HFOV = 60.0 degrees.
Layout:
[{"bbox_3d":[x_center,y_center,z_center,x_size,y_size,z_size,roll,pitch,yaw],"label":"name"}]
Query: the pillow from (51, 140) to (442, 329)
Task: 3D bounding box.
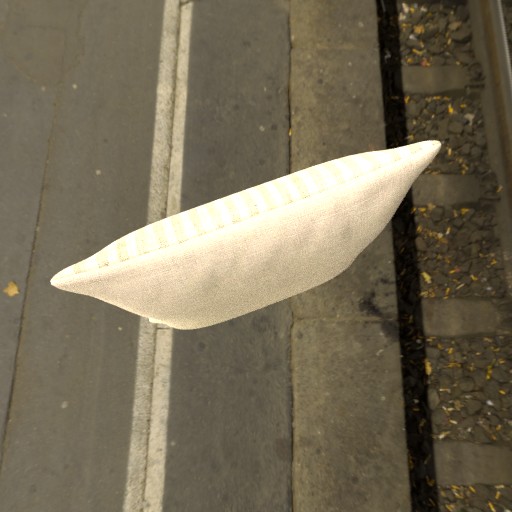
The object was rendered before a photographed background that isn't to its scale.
[{"bbox_3d":[0.000,0.000,0.792,0.523,0.510,0.166,-20,76,-5],"label":"pillow"}]
